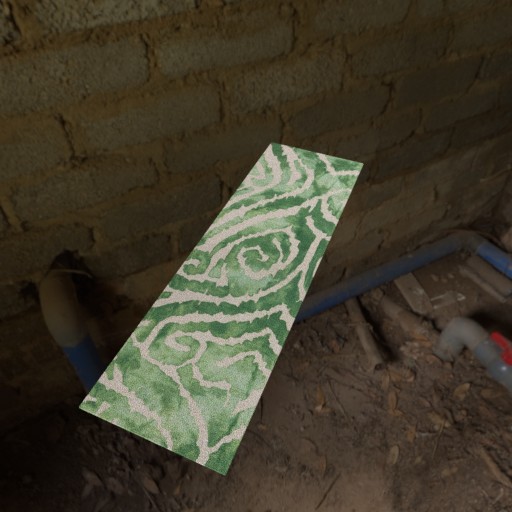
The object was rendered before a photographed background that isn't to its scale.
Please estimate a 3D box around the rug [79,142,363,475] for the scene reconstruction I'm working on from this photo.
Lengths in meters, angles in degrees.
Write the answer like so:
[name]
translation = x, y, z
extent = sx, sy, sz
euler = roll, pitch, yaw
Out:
[rug]
translation = 0.000, 0.000, 2.738
extent = 0.761, 0.006, 2.438
euler = 17, 49, 16
